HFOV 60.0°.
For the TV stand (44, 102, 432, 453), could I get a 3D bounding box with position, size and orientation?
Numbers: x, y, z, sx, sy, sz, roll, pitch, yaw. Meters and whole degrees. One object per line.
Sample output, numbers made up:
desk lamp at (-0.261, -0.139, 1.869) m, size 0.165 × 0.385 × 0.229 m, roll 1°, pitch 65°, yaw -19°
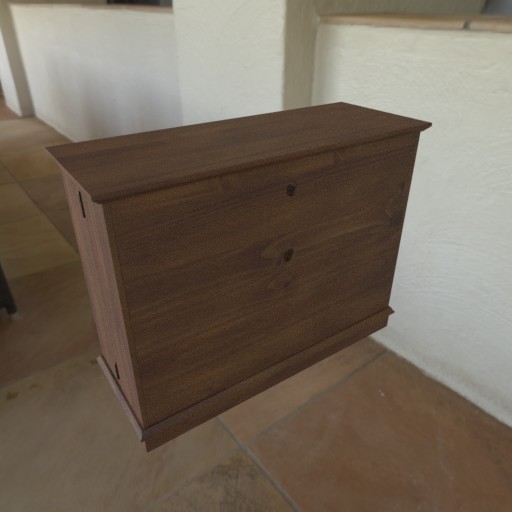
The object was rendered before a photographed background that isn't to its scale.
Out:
TV stand at (0.000, 0.000, 1.481) m, size 1.067 × 0.813 × 0.406 m, roll -19°, pitch 35°, yaw -29°
